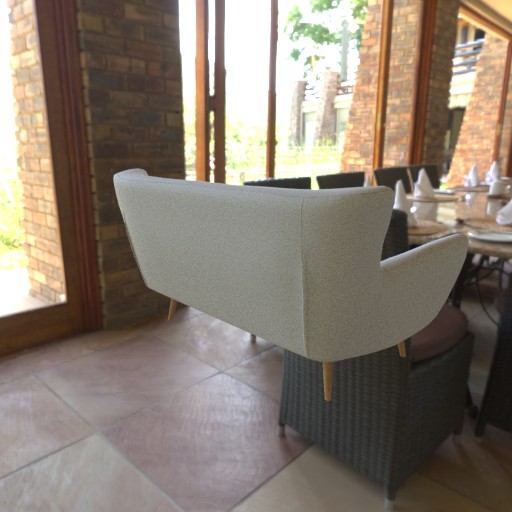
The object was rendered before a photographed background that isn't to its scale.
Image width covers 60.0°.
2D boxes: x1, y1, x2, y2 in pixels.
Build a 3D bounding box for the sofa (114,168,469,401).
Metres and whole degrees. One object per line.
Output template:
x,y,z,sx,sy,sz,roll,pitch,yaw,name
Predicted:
0.000,0.000,2.417,0.899,0.890,1.930,-13,19,-41,sofa
